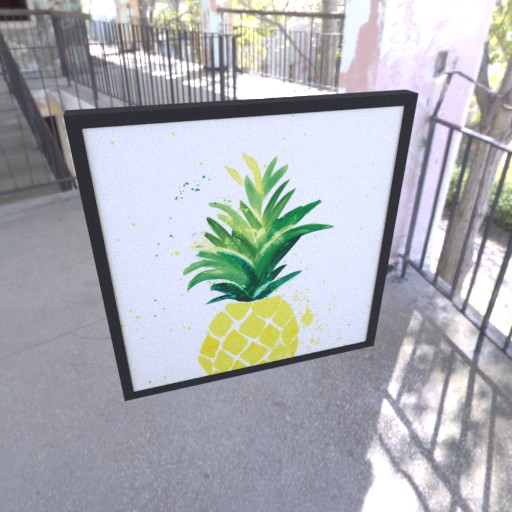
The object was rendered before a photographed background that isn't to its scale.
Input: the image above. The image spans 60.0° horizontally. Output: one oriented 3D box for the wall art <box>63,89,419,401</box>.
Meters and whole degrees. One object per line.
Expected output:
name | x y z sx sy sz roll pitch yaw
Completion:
wall art | 0.000 0.000 0.754 0.508 0.507 0.033 -9 32 -15
